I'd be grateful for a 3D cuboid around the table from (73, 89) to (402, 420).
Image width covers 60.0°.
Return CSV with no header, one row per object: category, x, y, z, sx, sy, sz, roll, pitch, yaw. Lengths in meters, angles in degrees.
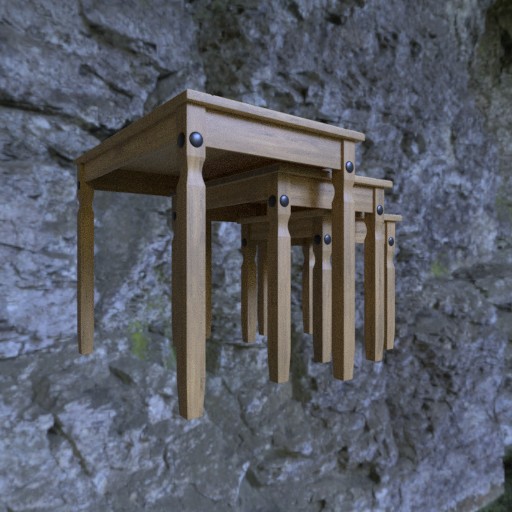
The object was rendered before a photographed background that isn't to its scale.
table,0.000,0.000,1.200,0.773,0.535,0.660,0,0,-37
